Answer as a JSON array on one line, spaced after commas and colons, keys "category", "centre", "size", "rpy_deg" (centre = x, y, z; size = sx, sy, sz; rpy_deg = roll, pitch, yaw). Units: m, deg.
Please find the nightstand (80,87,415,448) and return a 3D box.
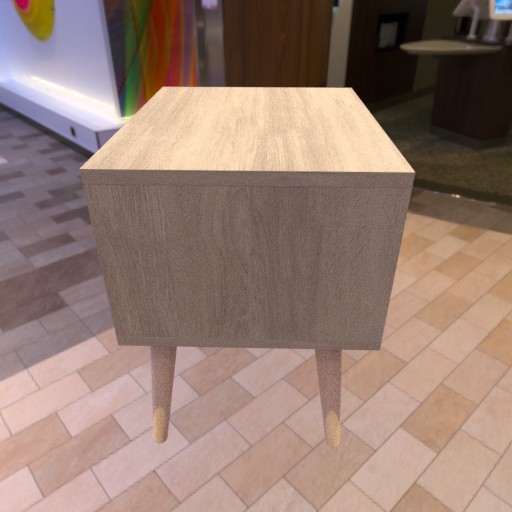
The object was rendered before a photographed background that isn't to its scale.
[{"category": "nightstand", "centre": [0.000, 0.000, 0.811], "size": [0.380, 0.500, 0.450], "rpy_deg": [1, 32, 1]}]
